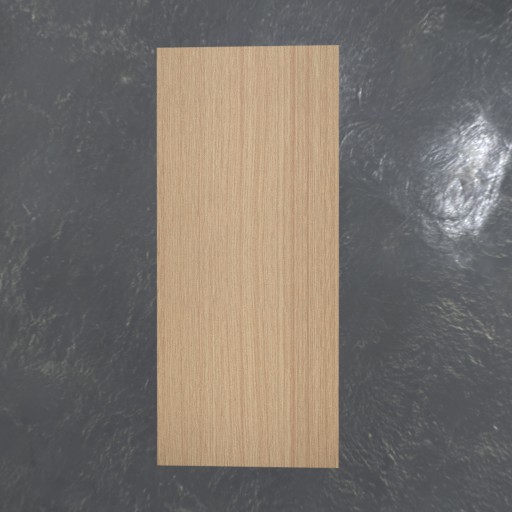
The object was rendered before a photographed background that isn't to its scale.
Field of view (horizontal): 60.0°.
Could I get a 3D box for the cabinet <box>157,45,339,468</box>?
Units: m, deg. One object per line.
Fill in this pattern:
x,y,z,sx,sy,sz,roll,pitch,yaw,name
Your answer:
0.000,0.000,1.622,0.470,1.016,1.057,0,90,2,cabinet
